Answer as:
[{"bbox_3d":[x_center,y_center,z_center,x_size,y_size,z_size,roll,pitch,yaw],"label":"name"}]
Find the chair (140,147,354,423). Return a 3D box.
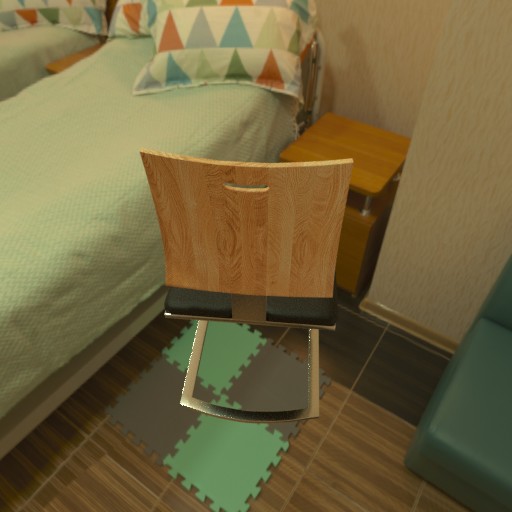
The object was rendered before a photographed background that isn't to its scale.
[{"bbox_3d":[0.000,0.000,1.260,0.462,0.936,0.560,4,46,4],"label":"chair"}]
